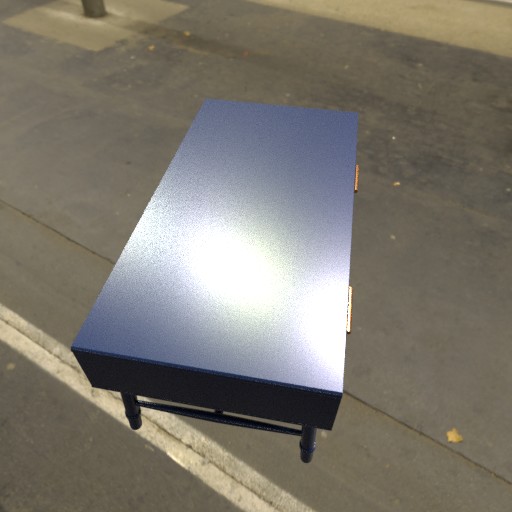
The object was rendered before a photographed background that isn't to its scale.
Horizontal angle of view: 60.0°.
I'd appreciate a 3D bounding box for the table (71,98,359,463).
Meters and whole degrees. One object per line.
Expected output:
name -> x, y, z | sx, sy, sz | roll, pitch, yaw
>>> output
table -> 0.000, 0.000, 1.389 | 0.572, 0.457, 1.067 | 8, 47, 7
